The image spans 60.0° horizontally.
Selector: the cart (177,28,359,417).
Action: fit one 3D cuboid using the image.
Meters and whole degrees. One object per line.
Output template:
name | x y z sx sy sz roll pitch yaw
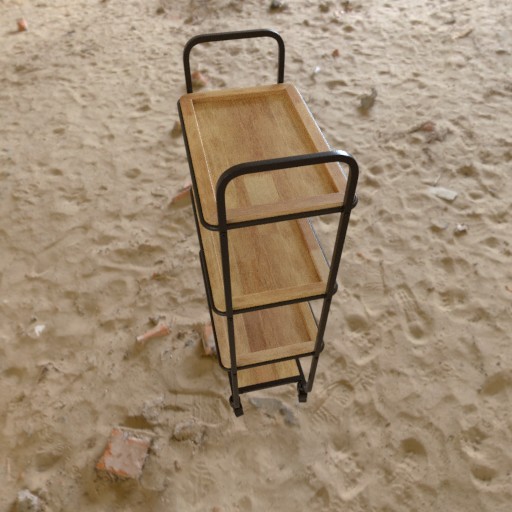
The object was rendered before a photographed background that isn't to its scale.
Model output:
cart | 0.000 0.000 1.312 0.321 1.080 0.545 -9 50 -8
